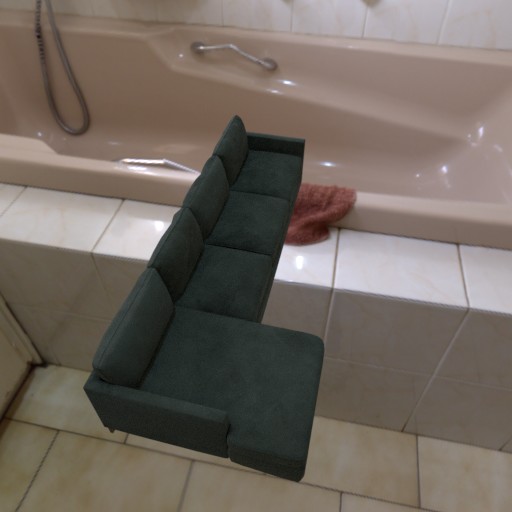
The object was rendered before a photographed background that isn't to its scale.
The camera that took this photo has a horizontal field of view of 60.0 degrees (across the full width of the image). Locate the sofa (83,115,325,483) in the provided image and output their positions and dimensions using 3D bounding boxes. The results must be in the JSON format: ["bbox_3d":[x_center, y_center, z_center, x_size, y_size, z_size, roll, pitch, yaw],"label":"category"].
[{"bbox_3d":[0.000,0.000,4.032,1.500,0.967,3.400,10,47,10],"label":"sofa"}]
